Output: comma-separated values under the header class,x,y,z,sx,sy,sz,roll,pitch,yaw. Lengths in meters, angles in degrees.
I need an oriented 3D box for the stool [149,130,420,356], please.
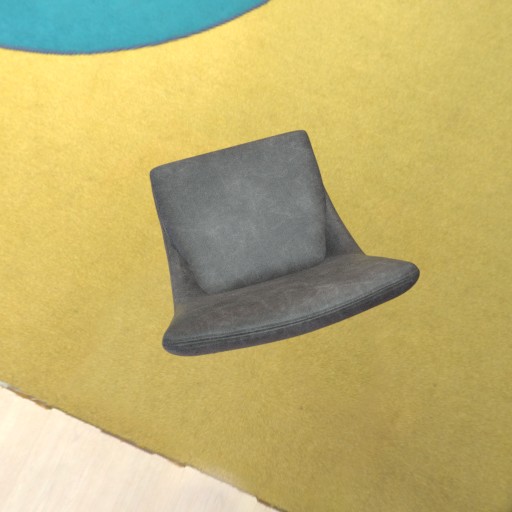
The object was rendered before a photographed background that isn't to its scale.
class,x,y,z,sx,sy,sz,roll,pitch,yaw
stool,0.000,0.000,1.331,0.492,1.046,0.587,-16,75,-4
